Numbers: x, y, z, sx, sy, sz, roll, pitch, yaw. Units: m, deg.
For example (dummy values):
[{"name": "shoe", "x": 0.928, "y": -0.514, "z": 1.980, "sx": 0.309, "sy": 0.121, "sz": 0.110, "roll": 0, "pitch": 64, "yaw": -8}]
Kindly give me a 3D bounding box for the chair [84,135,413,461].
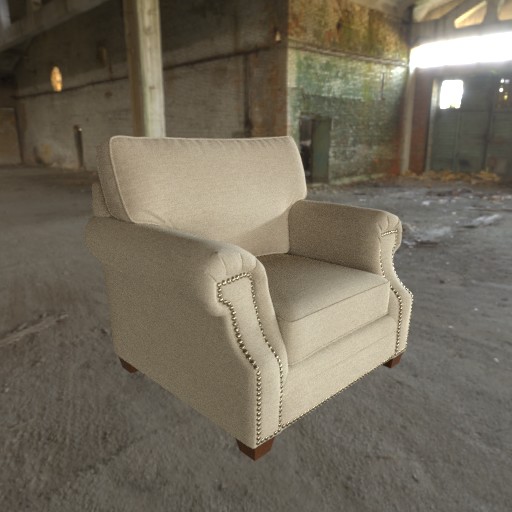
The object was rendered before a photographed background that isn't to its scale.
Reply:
[{"name": "chair", "x": 0.000, "y": 0.000, "z": 1.823, "sx": 1.092, "sy": 0.961, "sz": 0.965, "roll": -14, "pitch": 20, "yaw": -43}]
